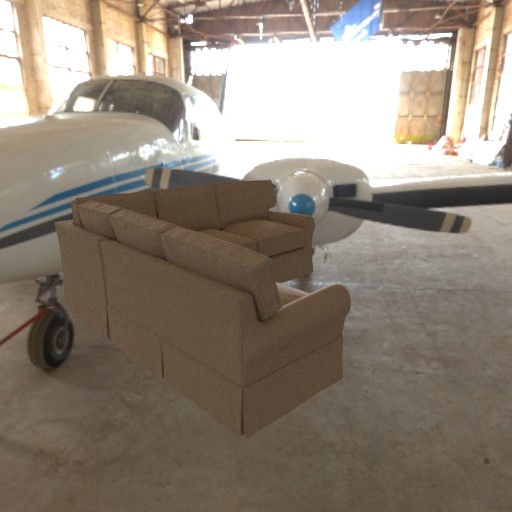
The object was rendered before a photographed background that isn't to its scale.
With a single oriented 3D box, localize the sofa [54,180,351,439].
[{"bbox_3d":[0.000,0.000,4.240,2.733,1.124,2.730,-15,22,-41],"label":"sofa"}]
